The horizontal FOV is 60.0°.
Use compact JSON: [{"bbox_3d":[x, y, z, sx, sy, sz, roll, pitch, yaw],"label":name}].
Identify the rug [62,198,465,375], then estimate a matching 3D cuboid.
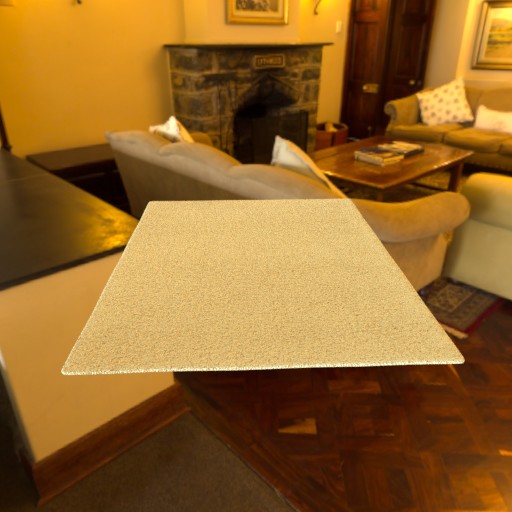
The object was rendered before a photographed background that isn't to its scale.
[{"bbox_3d":[0.000,0.000,4.016,2.438,0.029,3.047,-1,26,-2],"label":"rug"}]
